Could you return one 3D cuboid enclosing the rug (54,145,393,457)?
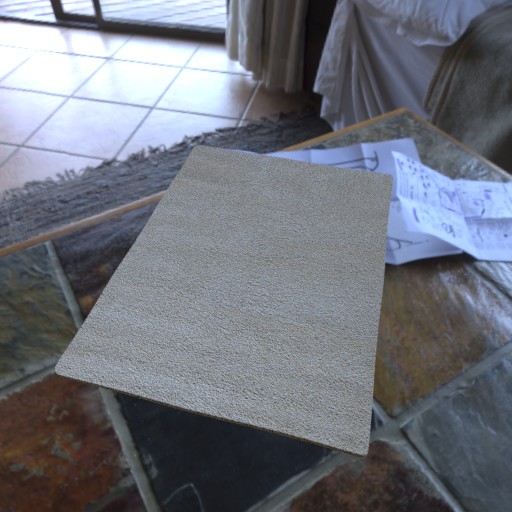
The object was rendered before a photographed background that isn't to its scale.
[{"bbox_3d":[0.000,0.000,2.119,1.199,0.025,1.600,11,48,10],"label":"rug"}]
